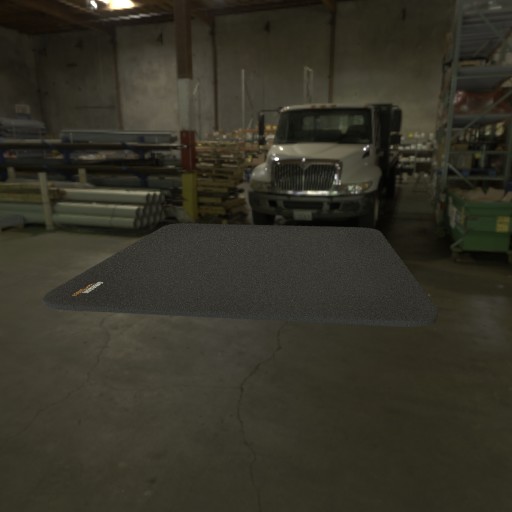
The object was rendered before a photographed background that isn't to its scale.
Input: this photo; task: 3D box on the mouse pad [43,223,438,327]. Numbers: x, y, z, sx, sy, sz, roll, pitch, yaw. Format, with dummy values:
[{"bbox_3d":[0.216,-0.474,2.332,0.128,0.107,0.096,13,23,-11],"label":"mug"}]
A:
[{"bbox_3d":[0.000,0.000,0.321,0.203,0.003,0.229,2,15,7],"label":"mouse pad"}]
